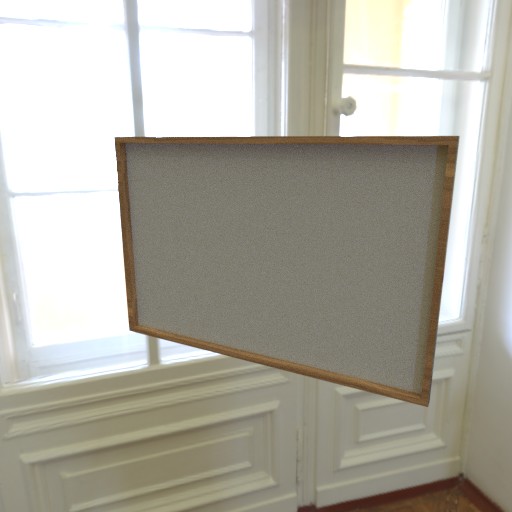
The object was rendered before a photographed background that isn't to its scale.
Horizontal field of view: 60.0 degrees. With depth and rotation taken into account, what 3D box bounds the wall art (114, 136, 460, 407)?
[{"bbox_3d":[0.000,0.000,1.450,1.137,0.756,0.034,8,17,27],"label":"wall art"}]
